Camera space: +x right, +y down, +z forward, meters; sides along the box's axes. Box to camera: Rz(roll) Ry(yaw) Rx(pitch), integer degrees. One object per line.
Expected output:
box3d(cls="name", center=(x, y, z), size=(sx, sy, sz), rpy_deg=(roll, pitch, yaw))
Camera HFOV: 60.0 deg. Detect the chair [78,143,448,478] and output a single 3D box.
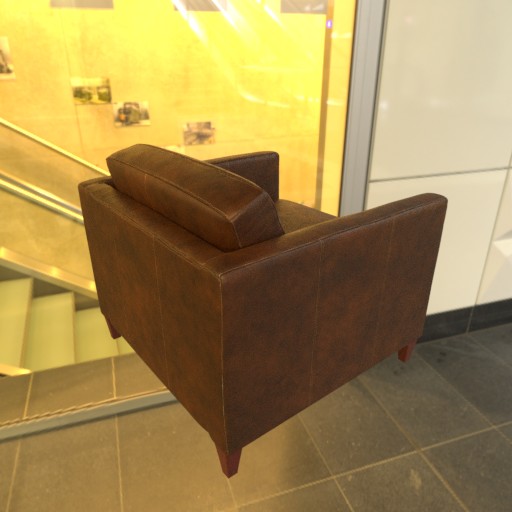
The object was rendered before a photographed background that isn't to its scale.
box3d(cls="chair", center=(0.000, 0.000, 1.723), size=(0.975, 0.864, 0.990), rpy_deg=(-18, 31, -34))
